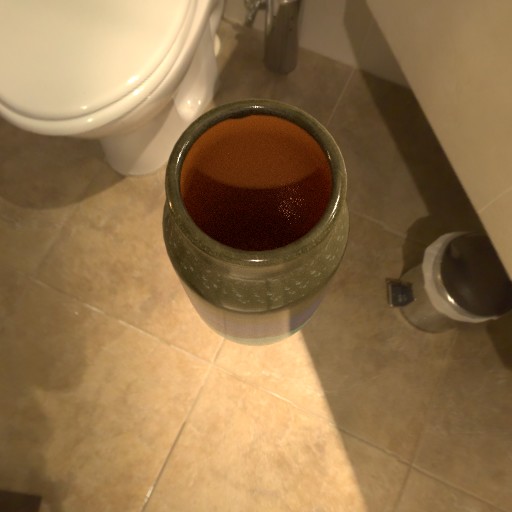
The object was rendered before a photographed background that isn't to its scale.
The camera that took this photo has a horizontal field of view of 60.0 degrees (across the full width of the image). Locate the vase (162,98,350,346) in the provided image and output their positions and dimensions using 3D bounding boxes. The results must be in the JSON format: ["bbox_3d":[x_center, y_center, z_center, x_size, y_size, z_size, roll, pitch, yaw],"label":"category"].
[{"bbox_3d":[0.000,0.000,0.374,0.139,0.313,0.139,0,75,0],"label":"vase"}]
